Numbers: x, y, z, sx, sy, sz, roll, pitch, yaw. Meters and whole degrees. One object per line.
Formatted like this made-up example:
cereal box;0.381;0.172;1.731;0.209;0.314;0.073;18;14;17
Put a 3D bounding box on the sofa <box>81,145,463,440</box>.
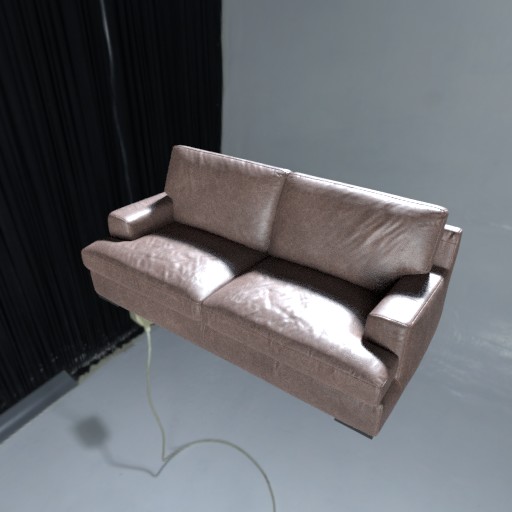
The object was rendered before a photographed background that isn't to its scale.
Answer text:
sofa;0.000;0.000;2.880;2.261;0.941;1.143;20;36;29
